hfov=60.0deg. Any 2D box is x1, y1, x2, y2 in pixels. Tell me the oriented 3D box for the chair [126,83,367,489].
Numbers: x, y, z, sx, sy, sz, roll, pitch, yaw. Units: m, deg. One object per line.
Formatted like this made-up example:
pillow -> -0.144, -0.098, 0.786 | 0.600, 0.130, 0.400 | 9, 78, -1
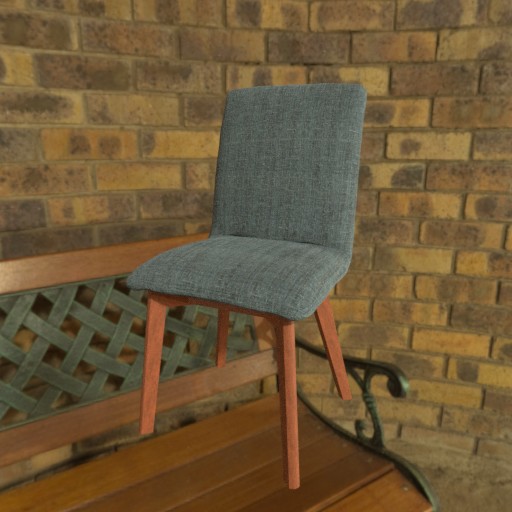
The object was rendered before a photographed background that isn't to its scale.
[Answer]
chair -> 0.000, 0.000, 1.271 | 0.522, 0.974, 0.563 | 7, 16, 26
